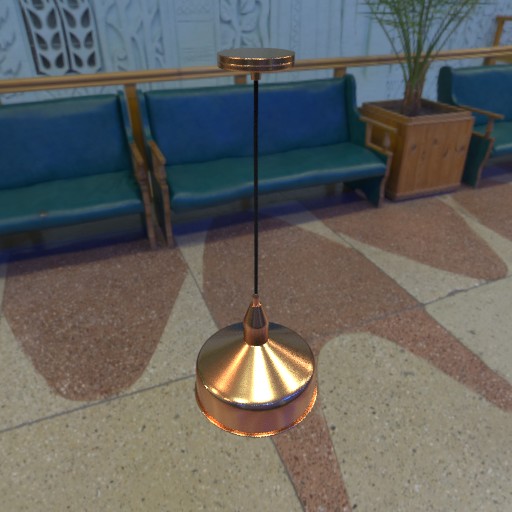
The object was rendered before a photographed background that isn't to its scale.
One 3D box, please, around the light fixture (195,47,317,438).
[{"bbox_3d":[0.000,0.000,0.896,0.301,0.754,0.301,-11,34,-17],"label":"light fixture"}]
